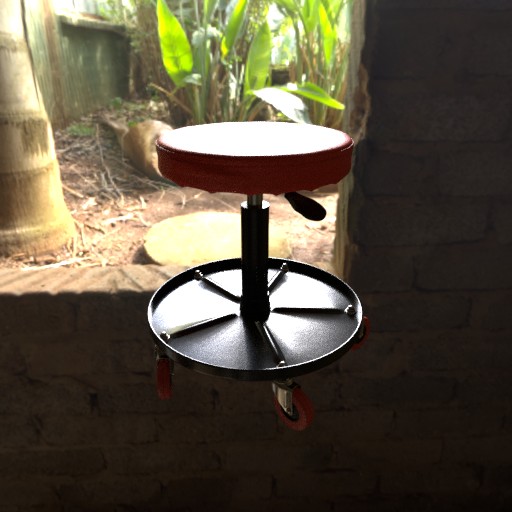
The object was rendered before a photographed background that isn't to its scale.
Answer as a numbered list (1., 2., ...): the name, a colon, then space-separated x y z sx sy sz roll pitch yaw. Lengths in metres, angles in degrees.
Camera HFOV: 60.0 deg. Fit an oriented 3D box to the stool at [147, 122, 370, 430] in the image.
1. stool: 0.000 0.000 0.686 0.381 0.365 0.382 -18 30 -33
